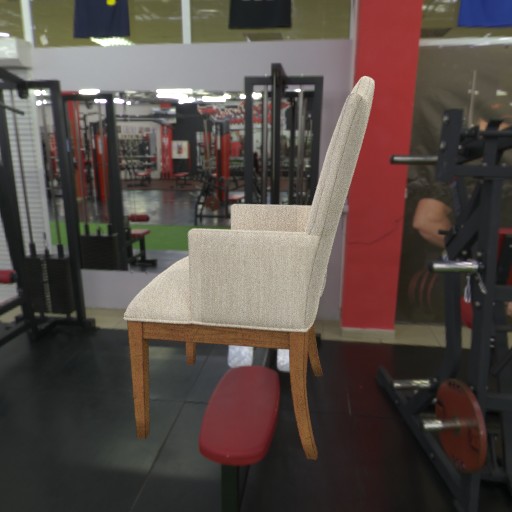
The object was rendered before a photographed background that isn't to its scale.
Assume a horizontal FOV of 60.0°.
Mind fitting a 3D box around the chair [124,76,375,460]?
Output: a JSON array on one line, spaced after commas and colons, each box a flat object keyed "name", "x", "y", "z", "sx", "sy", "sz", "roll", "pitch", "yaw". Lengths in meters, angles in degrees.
[{"name": "chair", "x": 0.000, "y": 0.000, "z": 1.359, "sx": 0.641, "sy": 1.016, "sz": 0.533, "roll": 3, "pitch": 15, "yaw": 10}]
